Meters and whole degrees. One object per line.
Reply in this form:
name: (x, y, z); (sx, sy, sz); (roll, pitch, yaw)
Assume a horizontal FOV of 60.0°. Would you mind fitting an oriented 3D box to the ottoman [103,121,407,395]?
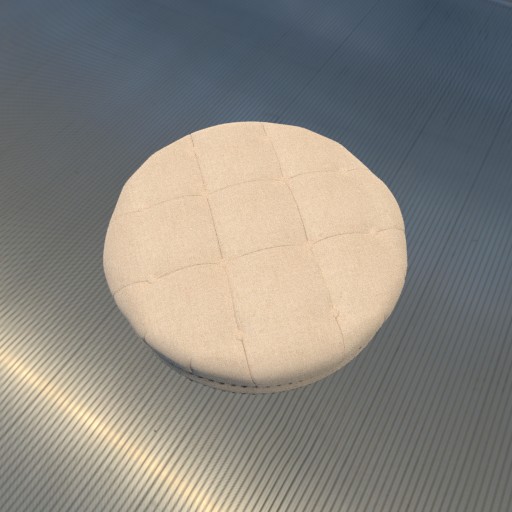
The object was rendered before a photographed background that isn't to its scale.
ottoman: (0.000, 0.000, 1.498); (0.940, 0.483, 0.940); (0, 58, 0)
